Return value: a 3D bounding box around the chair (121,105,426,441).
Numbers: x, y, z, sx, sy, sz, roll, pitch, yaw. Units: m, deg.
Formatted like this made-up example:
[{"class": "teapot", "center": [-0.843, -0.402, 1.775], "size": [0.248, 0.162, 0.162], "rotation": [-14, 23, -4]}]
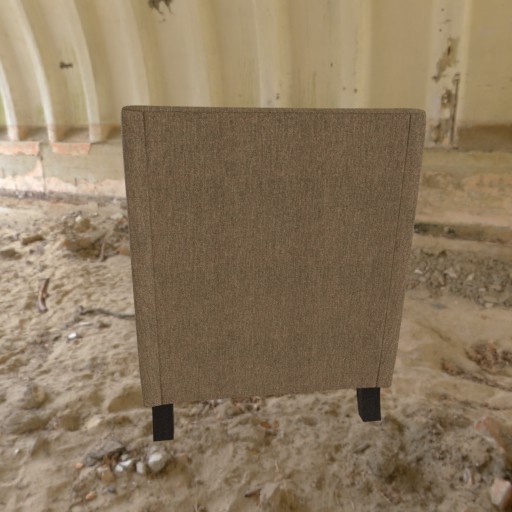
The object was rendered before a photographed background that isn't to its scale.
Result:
[{"class": "chair", "center": [0.000, 0.000, 1.595], "size": [0.776, 0.967, 0.884], "rotation": [-2, 15, -8]}]
